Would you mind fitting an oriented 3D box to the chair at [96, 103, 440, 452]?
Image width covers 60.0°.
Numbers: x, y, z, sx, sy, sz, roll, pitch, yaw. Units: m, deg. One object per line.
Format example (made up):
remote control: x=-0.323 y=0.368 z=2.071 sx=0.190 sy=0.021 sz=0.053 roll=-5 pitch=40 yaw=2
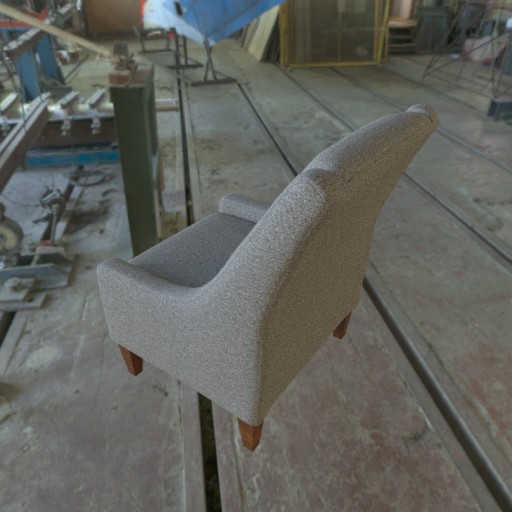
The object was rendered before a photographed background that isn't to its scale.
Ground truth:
chair: x=0.000 y=0.000 z=1.564 sx=0.870 sy=1.016 sz=0.774 roll=21 pitch=38 yaw=29
